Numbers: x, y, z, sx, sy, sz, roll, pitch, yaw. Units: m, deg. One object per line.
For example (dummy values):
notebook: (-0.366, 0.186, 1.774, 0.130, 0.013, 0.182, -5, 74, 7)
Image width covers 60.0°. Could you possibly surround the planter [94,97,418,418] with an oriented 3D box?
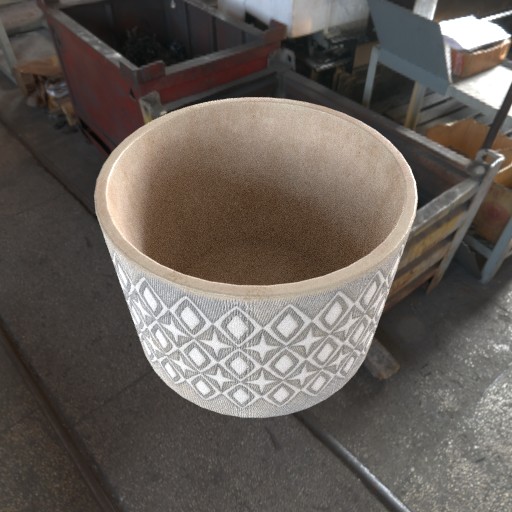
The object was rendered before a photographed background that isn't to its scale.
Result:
planter: (0.000, 0.000, 0.277, 0.164, 0.127, 0.164, 0, 47, 0)
